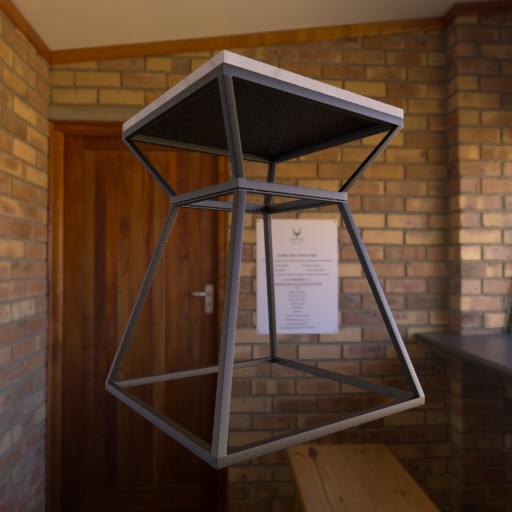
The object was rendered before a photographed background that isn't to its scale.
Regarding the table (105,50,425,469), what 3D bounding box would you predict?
[{"bbox_3d":[0.000,0.000,0.887,0.455,0.559,0.455,1,-1,-36],"label":"table"}]
